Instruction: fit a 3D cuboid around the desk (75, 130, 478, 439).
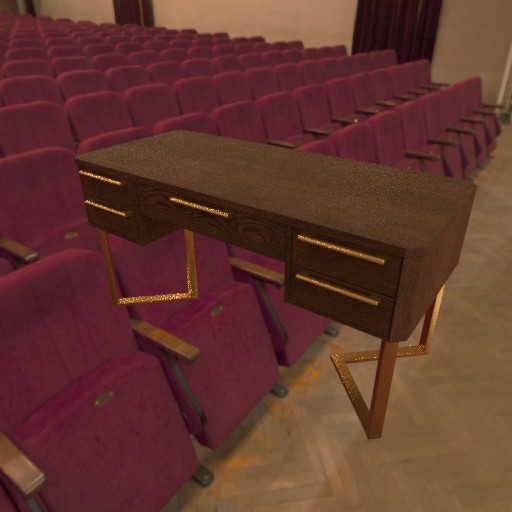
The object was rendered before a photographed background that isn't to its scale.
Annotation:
[{"bbox_3d":[0.000,0.000,1.897,1.479,0.762,0.684,19,33,31],"label":"desk"}]
